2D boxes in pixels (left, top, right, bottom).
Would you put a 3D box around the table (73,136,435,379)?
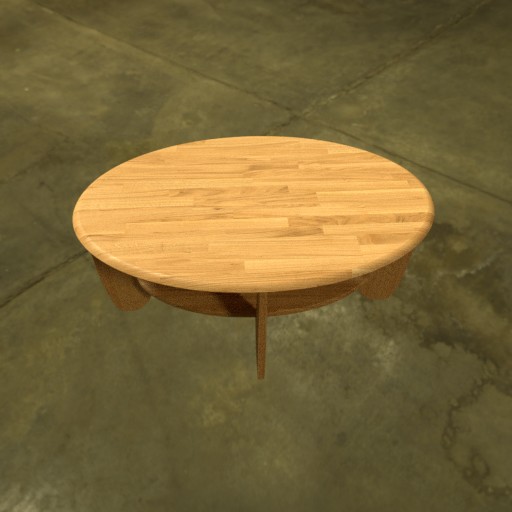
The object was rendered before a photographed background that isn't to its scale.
[{"bbox_3d":[0.000,0.000,1.452,1.040,0.490,0.690,-2,45,-2],"label":"table"}]
